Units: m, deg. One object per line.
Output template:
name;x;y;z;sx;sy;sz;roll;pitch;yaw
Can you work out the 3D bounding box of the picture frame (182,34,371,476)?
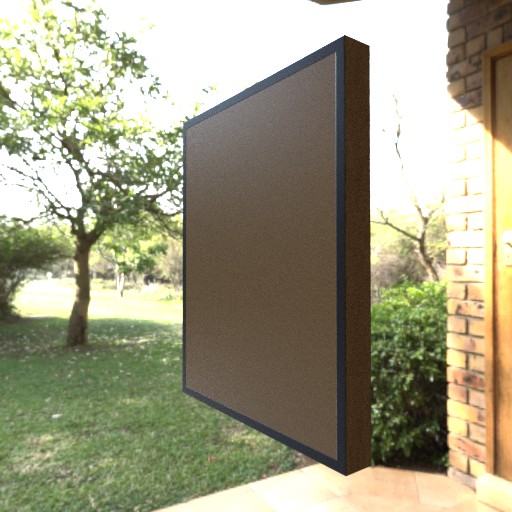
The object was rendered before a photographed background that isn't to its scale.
picture frame;0.000;0.000;0.710;0.046;0.526;0.421;1;-1;-36
